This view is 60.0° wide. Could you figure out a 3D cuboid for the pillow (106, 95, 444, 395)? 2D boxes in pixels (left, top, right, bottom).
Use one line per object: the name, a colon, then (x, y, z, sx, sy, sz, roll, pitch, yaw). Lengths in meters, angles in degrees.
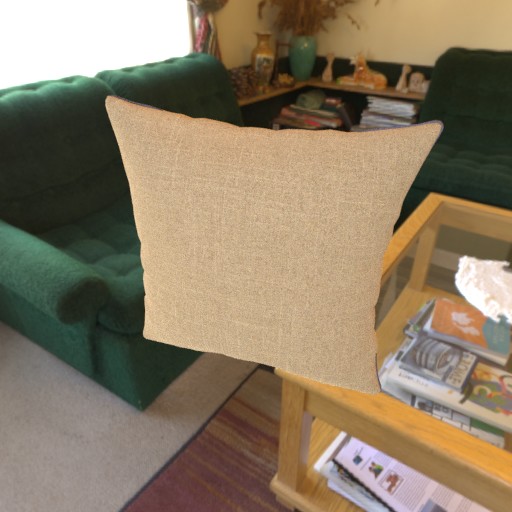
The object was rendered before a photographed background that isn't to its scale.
pillow: (0.000, 0.000, 0.666, 0.440, 0.441, 0.147, 9, 33, 15)
